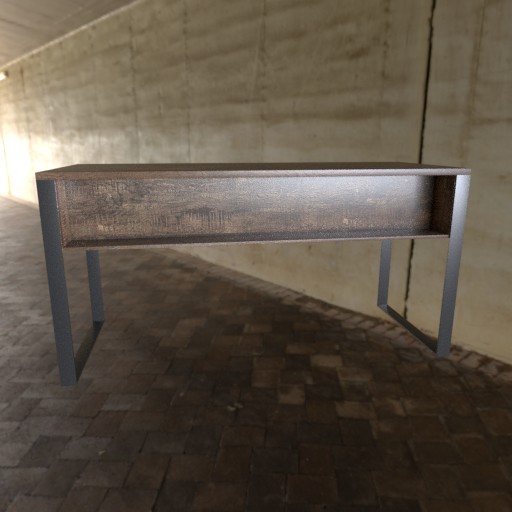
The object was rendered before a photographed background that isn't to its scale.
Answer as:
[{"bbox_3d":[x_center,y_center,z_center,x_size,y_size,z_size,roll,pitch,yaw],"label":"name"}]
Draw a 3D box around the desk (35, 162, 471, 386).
[{"bbox_3d":[0.000,0.000,1.911,1.524,0.762,0.599,-2,15,-9],"label":"desk"}]
